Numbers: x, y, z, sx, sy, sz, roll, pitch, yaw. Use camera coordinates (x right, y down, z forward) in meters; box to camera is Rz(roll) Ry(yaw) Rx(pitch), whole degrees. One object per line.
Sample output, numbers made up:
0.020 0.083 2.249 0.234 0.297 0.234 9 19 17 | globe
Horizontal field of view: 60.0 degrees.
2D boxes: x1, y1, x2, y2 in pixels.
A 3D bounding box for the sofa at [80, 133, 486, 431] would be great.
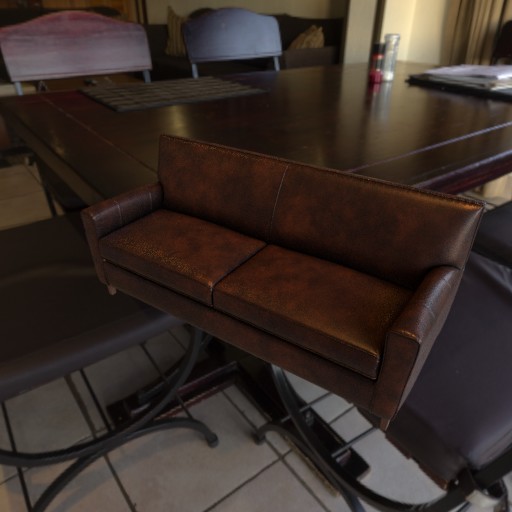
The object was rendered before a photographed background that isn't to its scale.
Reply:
0.000 0.000 2.429 1.995 0.871 0.786 19 36 29 | sofa
